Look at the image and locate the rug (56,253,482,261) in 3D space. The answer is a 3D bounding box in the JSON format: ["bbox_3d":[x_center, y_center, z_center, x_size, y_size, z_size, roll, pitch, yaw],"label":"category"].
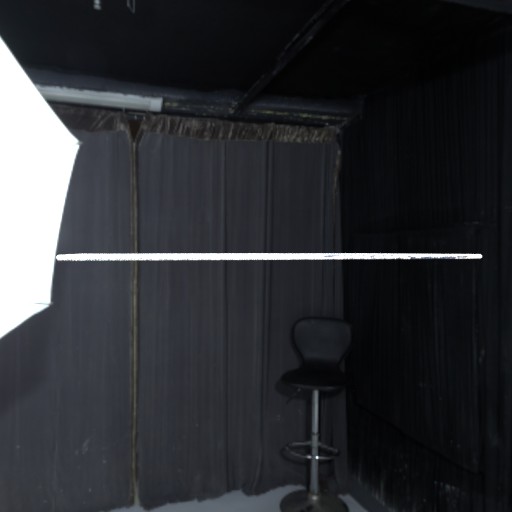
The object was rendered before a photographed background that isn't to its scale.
[{"bbox_3d":[0.000,0.000,2.393,1.847,0.020,1.238,0,0,-18],"label":"rug"}]
